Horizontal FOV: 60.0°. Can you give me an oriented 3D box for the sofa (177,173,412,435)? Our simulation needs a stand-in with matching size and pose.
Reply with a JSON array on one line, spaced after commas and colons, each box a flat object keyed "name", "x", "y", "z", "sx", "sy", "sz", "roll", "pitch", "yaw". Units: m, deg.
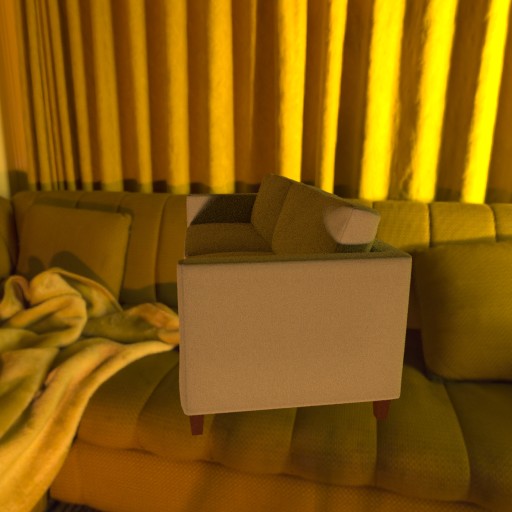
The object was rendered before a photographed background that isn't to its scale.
[{"name": "sofa", "x": 0.000, "y": 0.000, "z": 2.896, "sx": 0.948, "sy": 0.965, "sz": 2.434, "roll": -2, "pitch": 14, "yaw": -8}]
